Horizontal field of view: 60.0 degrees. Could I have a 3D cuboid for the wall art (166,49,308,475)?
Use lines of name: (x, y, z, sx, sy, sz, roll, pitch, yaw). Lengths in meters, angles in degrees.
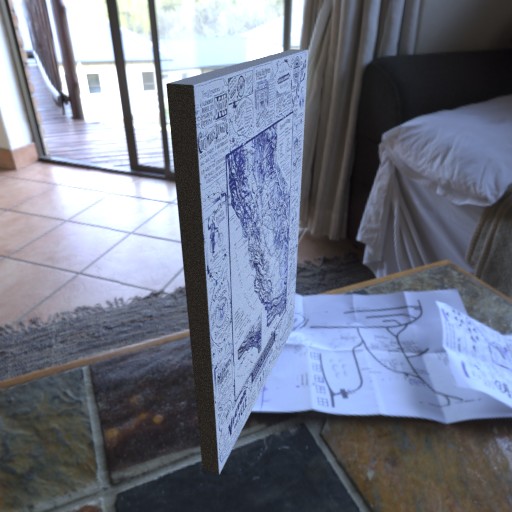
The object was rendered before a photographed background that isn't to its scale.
wall art: (0.000, 0.000, 0.934, 0.039, 0.753, 0.511, 11, 31, 19)
